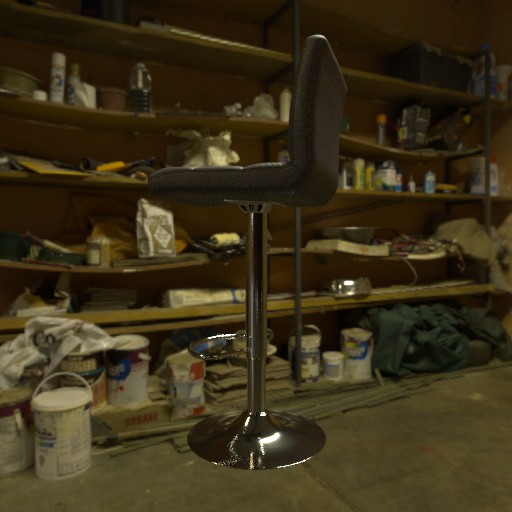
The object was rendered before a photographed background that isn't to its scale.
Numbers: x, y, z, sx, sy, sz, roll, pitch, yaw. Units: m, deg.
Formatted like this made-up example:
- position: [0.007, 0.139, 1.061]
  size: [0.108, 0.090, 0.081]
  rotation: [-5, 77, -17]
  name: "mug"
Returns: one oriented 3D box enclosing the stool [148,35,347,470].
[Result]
- position: [0.000, 0.000, 1.353]
  size: [0.505, 1.115, 0.430]
  rotation: [1, 2, 19]
  name: "stool"
